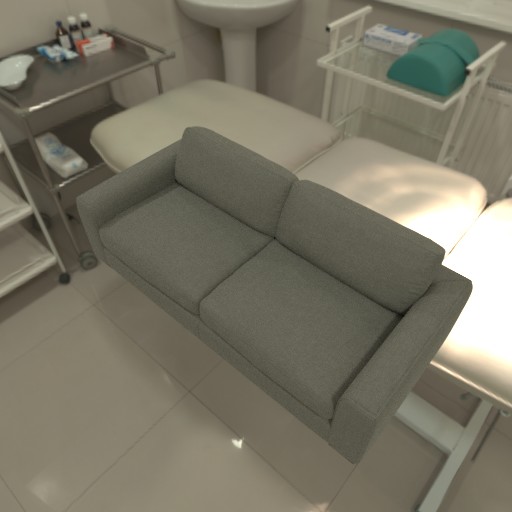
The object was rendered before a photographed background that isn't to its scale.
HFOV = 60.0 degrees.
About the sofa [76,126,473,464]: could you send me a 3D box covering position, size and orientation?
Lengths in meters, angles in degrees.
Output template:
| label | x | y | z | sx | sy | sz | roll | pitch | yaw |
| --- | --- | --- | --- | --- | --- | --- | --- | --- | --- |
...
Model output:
| label | x | y | z | sx | sy | sz | roll | pitch | yaw |
| --- | --- | --- | --- | --- | --- | --- | --- | --- | --- |
| sofa | 0.000 | 0.000 | 2.732 | 2.262 | 0.801 | 1.070 | 33 | 55 | 27 |
